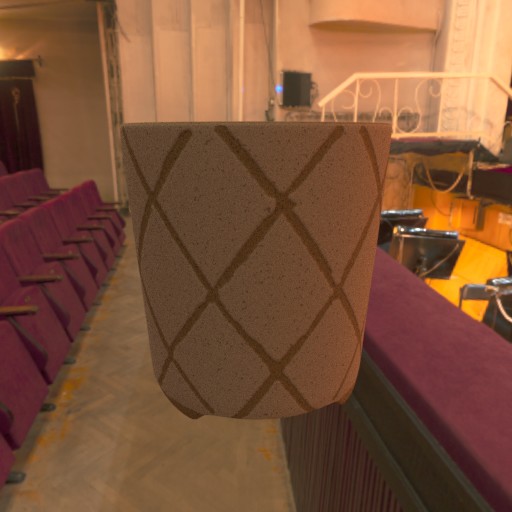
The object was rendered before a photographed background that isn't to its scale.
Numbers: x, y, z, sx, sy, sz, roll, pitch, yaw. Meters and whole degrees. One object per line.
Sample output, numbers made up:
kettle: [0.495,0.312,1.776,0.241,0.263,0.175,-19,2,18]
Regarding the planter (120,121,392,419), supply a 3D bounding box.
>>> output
planter: [0.000,0.000,0.350,0.191,0.199,0.191,0,16,0]
